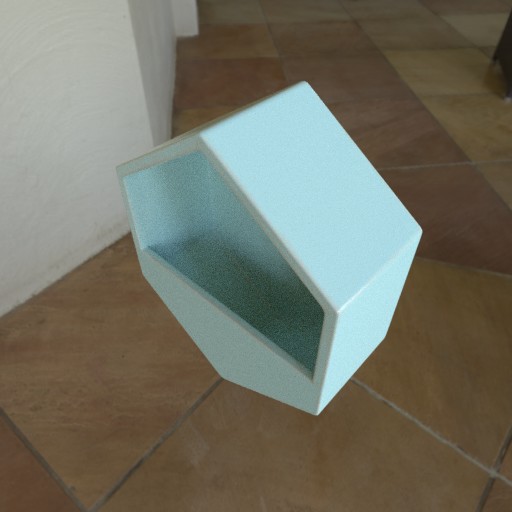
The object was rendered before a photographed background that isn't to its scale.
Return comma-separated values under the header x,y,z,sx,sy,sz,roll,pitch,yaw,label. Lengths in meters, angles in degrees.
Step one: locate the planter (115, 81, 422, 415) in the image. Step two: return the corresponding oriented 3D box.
x,y,z,sx,sy,sz,roll,pitch,yaw,label
0.000,0.000,0.288,0.169,0.207,0.078,33,53,29,planter
